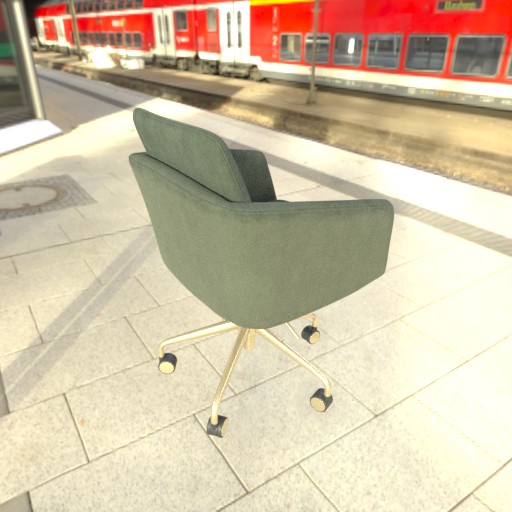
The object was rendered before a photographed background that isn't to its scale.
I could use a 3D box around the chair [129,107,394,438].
[{"bbox_3d":[0.000,0.000,1.402,0.635,0.908,0.641,-18,32,-31],"label":"chair"}]
